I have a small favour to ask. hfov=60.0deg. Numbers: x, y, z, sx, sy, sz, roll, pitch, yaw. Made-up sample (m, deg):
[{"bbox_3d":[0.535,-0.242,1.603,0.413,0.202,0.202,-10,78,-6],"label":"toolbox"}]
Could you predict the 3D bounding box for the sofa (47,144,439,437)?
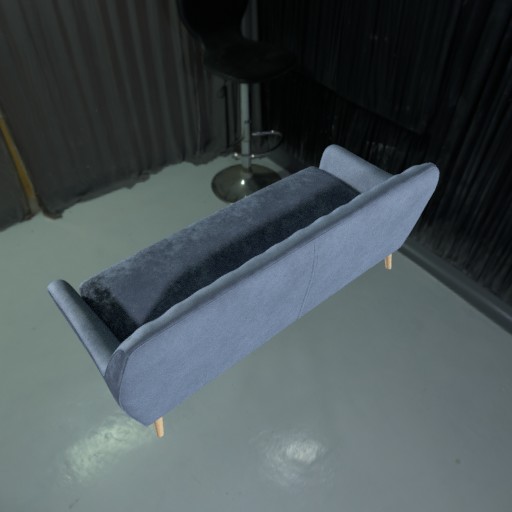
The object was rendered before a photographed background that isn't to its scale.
[{"bbox_3d":[0.000,0.000,2.418,1.975,0.832,0.841,-30,53,-27],"label":"sofa"}]
